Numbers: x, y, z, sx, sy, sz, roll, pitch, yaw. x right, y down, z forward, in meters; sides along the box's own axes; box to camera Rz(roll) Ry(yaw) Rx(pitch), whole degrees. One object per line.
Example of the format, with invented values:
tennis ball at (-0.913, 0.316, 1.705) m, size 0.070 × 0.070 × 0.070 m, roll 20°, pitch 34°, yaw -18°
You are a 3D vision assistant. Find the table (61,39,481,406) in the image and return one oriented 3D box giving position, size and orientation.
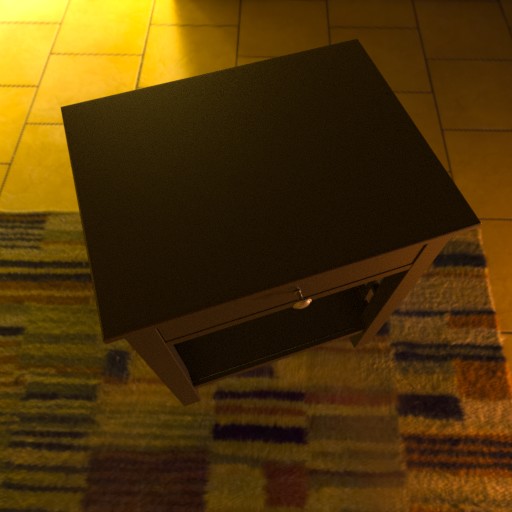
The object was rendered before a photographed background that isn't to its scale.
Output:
table at (0.000, 0.000, 0.994) m, size 0.564 × 0.646 × 0.451 m, roll -17°, pitch 64°, yaw -9°
